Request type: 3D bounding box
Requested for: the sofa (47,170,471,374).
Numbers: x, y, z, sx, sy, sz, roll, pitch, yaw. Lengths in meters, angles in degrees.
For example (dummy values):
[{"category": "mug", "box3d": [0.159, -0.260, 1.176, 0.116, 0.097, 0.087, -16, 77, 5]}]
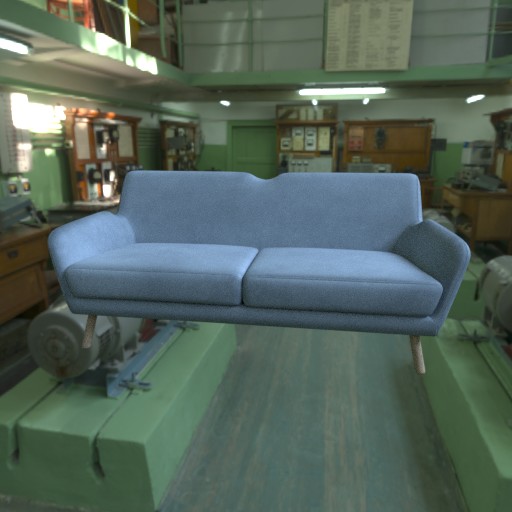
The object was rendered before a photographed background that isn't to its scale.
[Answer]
[{"category": "sofa", "box3d": [0.000, 0.000, 2.294, 1.870, 0.810, 0.850, 2, 15, 9]}]
